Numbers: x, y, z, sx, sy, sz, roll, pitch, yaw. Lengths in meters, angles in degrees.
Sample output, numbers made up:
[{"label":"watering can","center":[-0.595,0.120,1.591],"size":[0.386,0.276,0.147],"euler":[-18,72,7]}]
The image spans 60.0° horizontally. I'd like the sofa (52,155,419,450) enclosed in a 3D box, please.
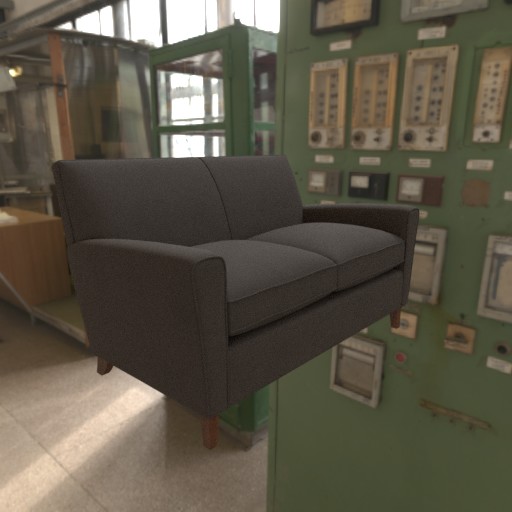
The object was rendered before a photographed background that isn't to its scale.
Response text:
[{"label":"sofa","center":[0.000,0.000,1.966],"size":[0.871,0.846,1.420],"euler":[13,19,41]}]
